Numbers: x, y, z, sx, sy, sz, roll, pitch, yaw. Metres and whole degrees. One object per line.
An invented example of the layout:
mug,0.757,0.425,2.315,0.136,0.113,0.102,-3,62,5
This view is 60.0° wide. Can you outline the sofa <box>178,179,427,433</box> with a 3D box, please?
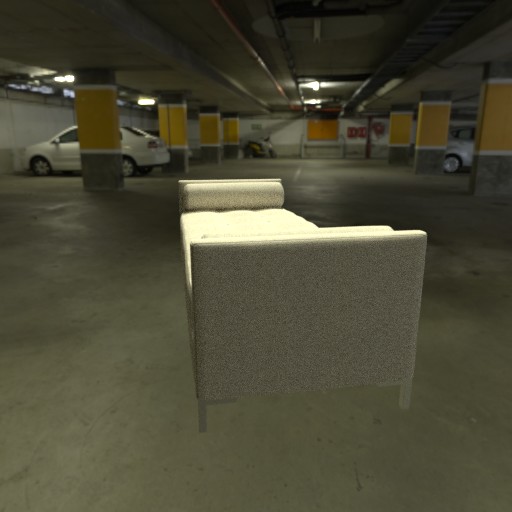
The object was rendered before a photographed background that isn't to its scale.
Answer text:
sofa,0.000,0.000,2.441,0.797,0.655,2.102,-3,15,-10
